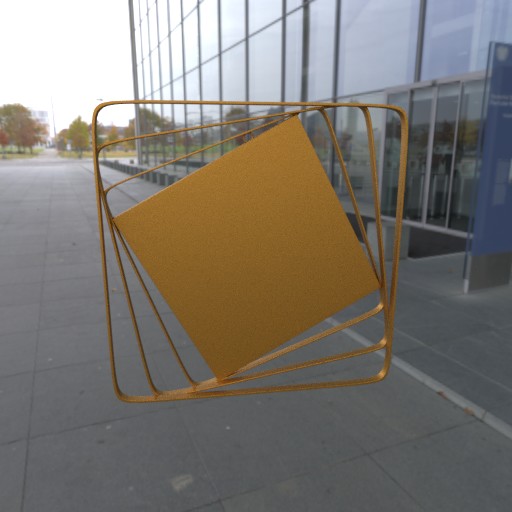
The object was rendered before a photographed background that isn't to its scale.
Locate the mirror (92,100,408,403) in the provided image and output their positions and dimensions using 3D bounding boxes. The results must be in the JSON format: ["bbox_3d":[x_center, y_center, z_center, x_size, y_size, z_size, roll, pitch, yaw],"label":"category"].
[{"bbox_3d":[0.000,0.000,0.709,0.470,0.468,0.045,-2,14,-9],"label":"mirror"}]
